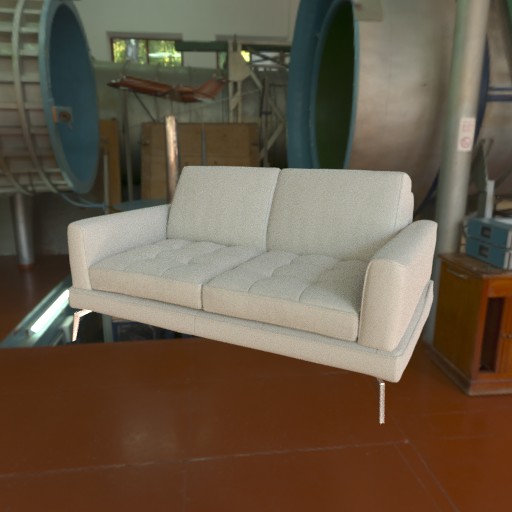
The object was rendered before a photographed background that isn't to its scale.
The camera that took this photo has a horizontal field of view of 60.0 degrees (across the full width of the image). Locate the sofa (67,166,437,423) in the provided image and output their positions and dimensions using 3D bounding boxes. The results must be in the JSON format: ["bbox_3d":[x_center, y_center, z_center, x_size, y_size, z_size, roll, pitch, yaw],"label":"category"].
[{"bbox_3d":[0.000,0.000,2.460,1.819,0.930,1.121,7,16,26],"label":"sofa"}]
